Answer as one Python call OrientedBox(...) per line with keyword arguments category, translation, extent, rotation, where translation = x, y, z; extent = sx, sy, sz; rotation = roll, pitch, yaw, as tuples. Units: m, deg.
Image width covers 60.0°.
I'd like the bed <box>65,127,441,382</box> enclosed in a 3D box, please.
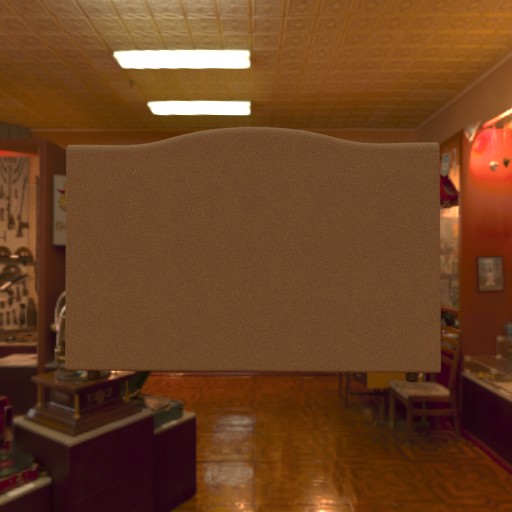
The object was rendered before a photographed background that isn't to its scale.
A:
OrientedBox(category="bed", translation=(0.000, 0.000, 3.528), extent=(2.083, 1.421, 2.182), rotation=(0, -1, 2))
